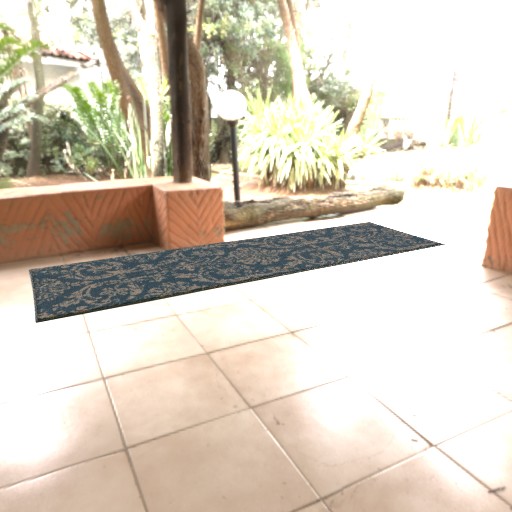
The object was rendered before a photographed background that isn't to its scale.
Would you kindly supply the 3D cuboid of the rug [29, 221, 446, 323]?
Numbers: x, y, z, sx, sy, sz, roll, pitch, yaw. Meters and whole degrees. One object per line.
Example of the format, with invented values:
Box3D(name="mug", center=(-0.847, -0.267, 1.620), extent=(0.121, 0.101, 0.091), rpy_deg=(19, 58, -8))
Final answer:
Box3D(name="rug", center=(0.000, 0.000, 2.405), extent=(2.196, 0.011, 0.662), rpy_deg=(-9, 20, -27))
